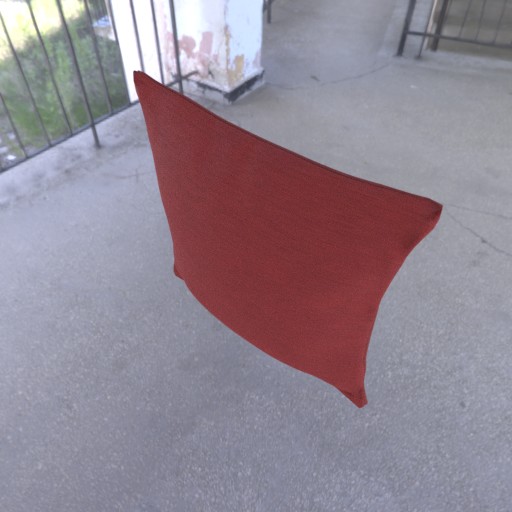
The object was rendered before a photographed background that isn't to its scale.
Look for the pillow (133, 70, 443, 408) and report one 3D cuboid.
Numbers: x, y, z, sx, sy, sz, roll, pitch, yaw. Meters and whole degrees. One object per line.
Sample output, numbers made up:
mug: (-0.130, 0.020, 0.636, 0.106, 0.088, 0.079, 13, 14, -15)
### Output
pillow: (0.000, 0.000, 0.637, 0.435, 0.416, 0.151, 32, 55, 26)
